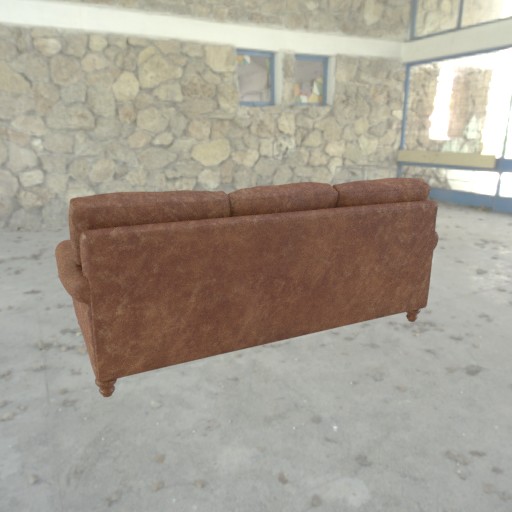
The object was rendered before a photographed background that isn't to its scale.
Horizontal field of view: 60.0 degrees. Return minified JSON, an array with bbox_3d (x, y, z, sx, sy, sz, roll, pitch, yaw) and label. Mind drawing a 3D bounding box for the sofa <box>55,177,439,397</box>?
[{"bbox_3d":[0.000,0.000,2.866,2.351,0.977,0.973,-7,17,-26],"label":"sofa"}]
